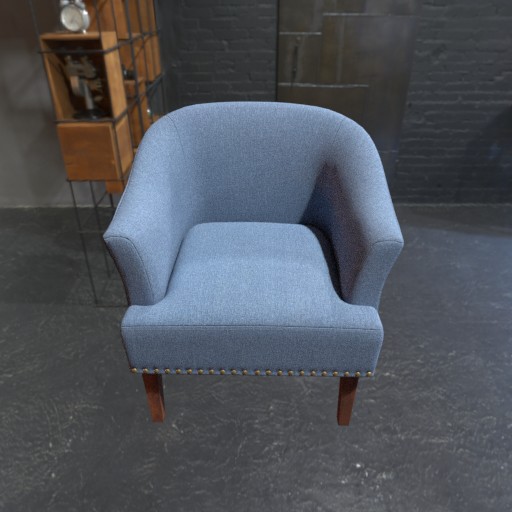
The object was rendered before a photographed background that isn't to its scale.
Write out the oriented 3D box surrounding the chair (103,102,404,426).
[{"bbox_3d":[0.000,0.000,1.409,0.772,0.815,0.704,1,30,1],"label":"chair"}]
